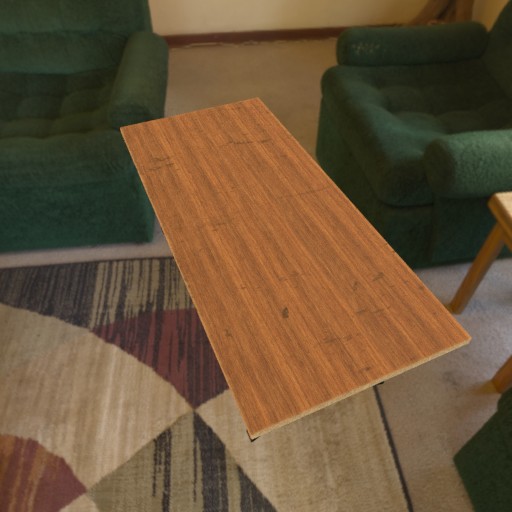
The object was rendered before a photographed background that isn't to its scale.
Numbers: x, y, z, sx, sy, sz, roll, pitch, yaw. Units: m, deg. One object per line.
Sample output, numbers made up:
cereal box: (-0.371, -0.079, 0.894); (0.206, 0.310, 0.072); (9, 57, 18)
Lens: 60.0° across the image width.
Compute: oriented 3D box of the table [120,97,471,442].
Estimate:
table: (0.000, 0.000, 2.664); (1.000, 0.757, 2.200); (-18, 50, -16)
